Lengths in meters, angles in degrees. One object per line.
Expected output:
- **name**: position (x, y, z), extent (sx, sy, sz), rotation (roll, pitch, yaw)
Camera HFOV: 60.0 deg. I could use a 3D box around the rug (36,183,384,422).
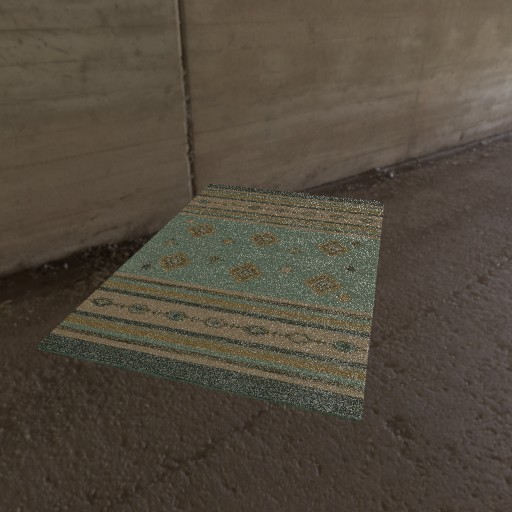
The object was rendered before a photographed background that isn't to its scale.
- **rug**: position (0.000, 0.000, 2.286), extent (1.212, 0.010, 1.811), rotation (8, 31, 14)
